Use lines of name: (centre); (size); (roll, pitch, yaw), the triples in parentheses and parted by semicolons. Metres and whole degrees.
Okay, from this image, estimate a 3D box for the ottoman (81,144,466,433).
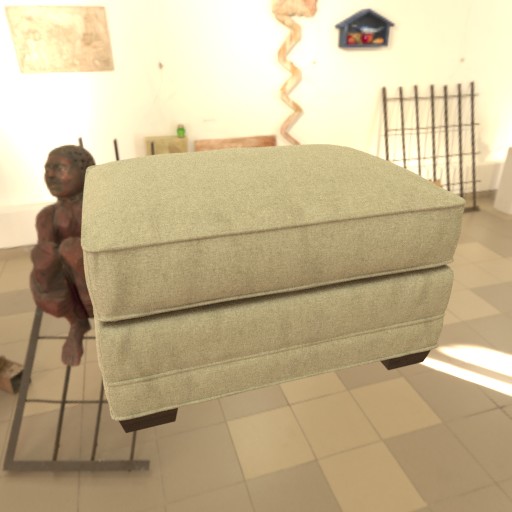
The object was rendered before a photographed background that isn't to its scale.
ottoman: (0.000, 0.000, 1.210); (0.848, 0.508, 0.611); (-8, 28, -16)
